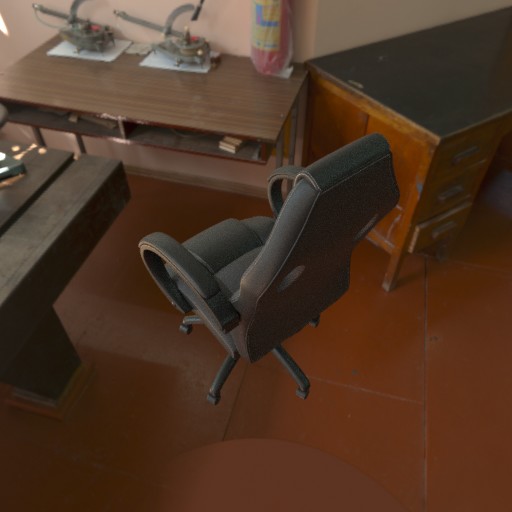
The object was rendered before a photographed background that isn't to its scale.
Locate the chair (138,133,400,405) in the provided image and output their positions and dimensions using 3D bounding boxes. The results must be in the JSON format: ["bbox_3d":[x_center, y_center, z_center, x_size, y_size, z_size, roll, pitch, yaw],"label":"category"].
[{"bbox_3d":[0.000,0.000,1.610,0.673,1.187,0.724,-32,54,-27],"label":"chair"}]
